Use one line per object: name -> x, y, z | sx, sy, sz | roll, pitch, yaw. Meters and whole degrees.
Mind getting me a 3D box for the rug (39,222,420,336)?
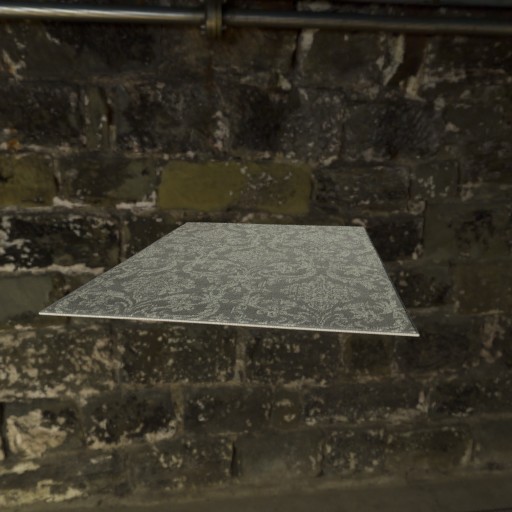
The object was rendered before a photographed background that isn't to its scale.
rug -> 0.000, 0.000, 2.856 | 1.578, 0.014, 2.206 | 2, 15, 8
